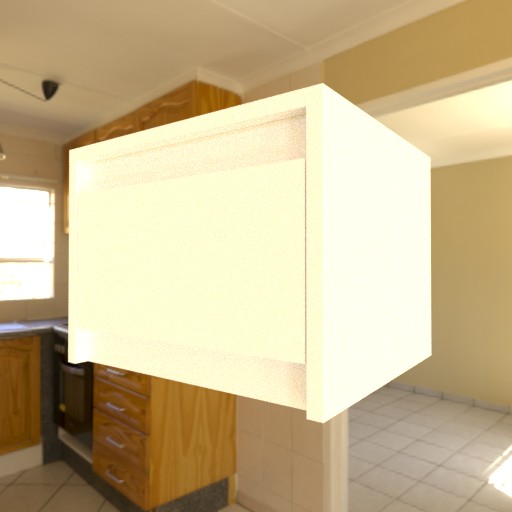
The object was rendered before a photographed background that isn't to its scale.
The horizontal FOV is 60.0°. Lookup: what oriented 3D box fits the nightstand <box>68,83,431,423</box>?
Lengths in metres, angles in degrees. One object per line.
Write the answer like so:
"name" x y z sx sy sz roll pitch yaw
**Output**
"nightstand" 0.000 0.000 0.760 0.470 0.351 0.408 -1 -1 36
